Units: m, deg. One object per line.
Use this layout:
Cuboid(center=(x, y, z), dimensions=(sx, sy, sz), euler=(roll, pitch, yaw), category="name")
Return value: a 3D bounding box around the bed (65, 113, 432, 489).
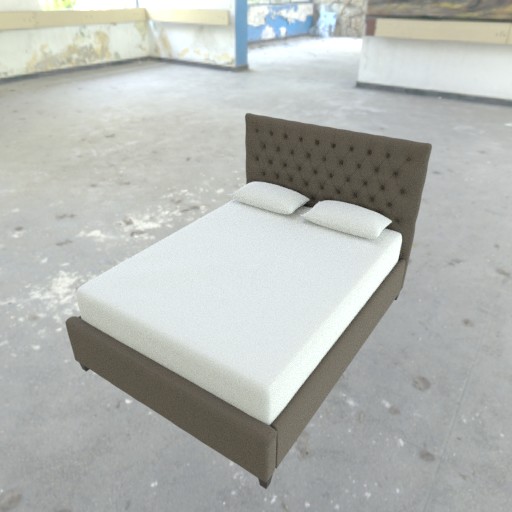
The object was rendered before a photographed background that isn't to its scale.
Cuboid(center=(0.000, 0.000, 3.277), dimensions=(1.696, 1.426, 2.233), euler=(20, 36, 29), category="bed")
